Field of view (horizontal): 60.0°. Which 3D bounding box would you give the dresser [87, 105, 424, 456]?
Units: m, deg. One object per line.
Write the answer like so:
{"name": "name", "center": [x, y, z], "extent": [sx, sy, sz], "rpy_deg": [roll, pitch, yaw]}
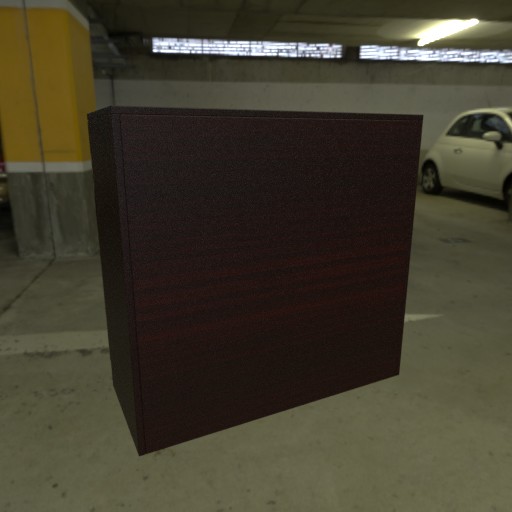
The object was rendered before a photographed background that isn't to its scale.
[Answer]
{"name": "dresser", "center": [0.000, 0.000, 1.182], "extent": [0.750, 0.720, 0.360], "rpy_deg": [-8, 17, -26]}
